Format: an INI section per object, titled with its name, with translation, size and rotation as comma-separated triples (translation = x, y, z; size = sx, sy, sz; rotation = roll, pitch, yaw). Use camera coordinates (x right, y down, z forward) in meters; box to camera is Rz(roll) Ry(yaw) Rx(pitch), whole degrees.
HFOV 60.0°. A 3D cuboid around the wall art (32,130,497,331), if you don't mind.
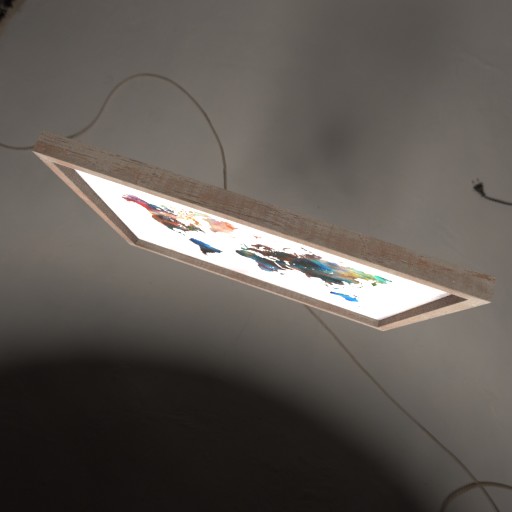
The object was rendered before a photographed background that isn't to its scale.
[wall art]
translation = 0.000, 0.000, 1.703
size = 1.320, 1.009, 0.070
rotation = 19, 77, 4
